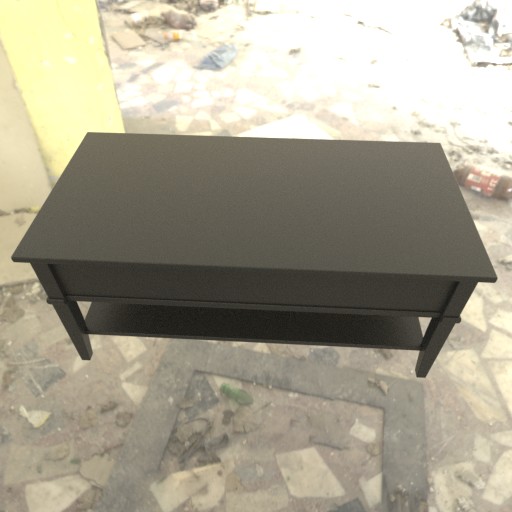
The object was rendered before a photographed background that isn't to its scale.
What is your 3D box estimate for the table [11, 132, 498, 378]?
[{"bbox_3d":[0.000,0.000,1.296,1.044,0.470,0.523,2,46,2],"label":"table"}]
